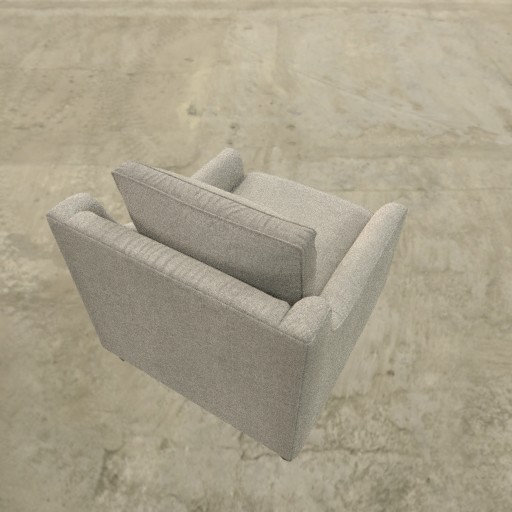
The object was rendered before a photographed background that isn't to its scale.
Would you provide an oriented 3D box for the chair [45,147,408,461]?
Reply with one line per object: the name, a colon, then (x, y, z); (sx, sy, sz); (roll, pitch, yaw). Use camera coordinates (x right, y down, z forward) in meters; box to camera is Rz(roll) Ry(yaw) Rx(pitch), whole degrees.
chair: (0.000, 0.000, 1.584); (0.838, 0.864, 0.918); (23, 50, 21)
